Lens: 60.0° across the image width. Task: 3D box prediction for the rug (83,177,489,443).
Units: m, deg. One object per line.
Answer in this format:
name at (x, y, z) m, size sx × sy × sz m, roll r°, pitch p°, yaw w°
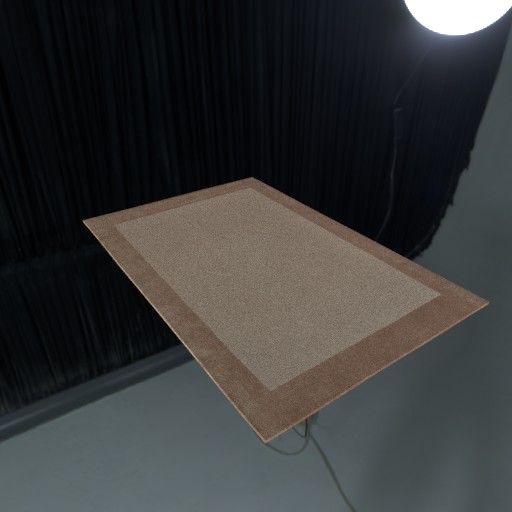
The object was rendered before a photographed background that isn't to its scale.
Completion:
rug at (0.000, 0.000, 2.285) m, size 1.219 × 0.014 × 1.829 m, roll -20°, pitch 37°, yaw -29°
